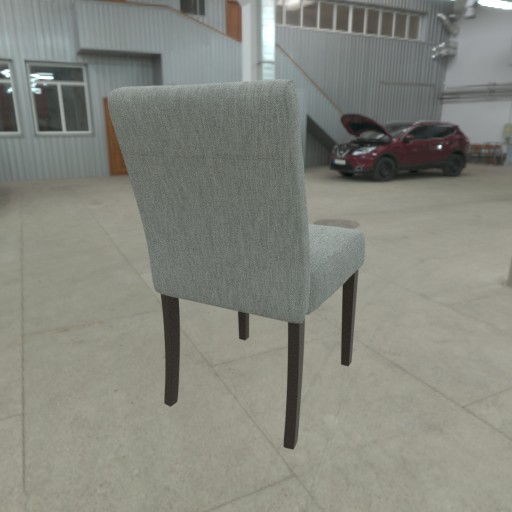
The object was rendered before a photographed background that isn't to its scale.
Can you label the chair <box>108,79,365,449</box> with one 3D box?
[{"bbox_3d":[0.000,0.000,1.262,0.487,0.884,0.629,9,19,26],"label":"chair"}]
